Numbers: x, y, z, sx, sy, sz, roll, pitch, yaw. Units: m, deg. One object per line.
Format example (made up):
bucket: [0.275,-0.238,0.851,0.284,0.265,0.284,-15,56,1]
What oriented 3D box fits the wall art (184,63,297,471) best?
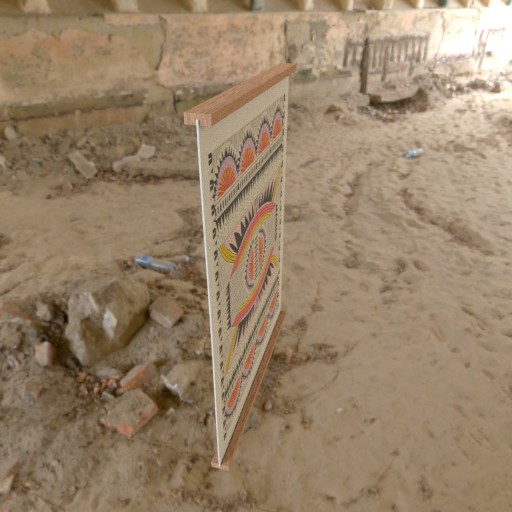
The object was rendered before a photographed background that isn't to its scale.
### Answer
wall art: [0.000,0.000,0.711,0.028,0.527,0.403,8,31,14]
